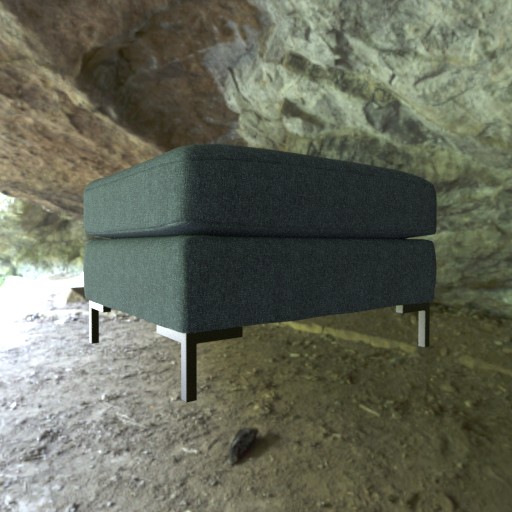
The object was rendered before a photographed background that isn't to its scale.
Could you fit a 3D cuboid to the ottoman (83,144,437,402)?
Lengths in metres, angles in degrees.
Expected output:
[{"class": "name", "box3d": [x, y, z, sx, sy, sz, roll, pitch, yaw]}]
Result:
[{"class": "ottoman", "box3d": [0.000, 0.000, 1.326, 0.831, 0.533, 0.695, -1, 2, -36]}]
